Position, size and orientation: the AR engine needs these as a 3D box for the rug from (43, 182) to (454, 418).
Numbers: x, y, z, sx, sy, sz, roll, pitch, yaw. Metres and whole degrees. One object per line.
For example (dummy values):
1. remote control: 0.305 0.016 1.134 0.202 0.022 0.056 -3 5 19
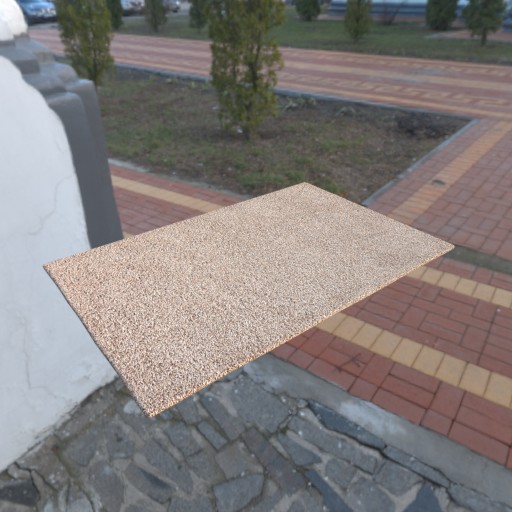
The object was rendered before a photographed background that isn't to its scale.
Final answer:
1. rug: 0.000 0.000 3.493 2.743 0.030 1.778 -22 37 -32
